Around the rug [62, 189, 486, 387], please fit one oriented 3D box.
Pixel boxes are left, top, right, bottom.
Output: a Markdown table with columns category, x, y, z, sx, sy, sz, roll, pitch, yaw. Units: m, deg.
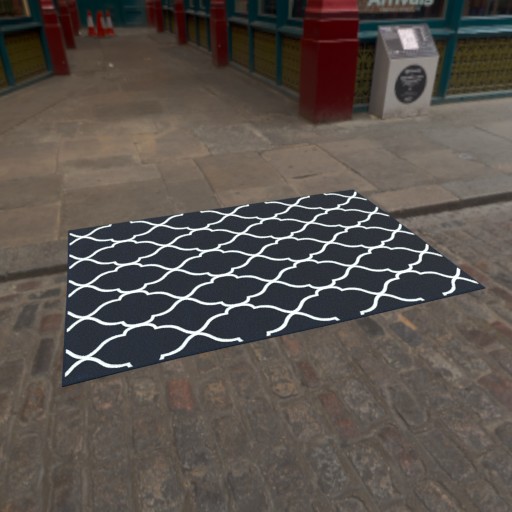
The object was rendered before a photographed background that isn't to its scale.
| category | x | y | z | sx | sy | sz | roll | pitch | yaw |
| --- | --- | --- | --- | --- | --- | --- | --- | --- | --- |
| rug | 0.000 | 0.000 | 2.845 | 2.294 | 0.014 | 1.528 | -10 | 33 | -16 |
